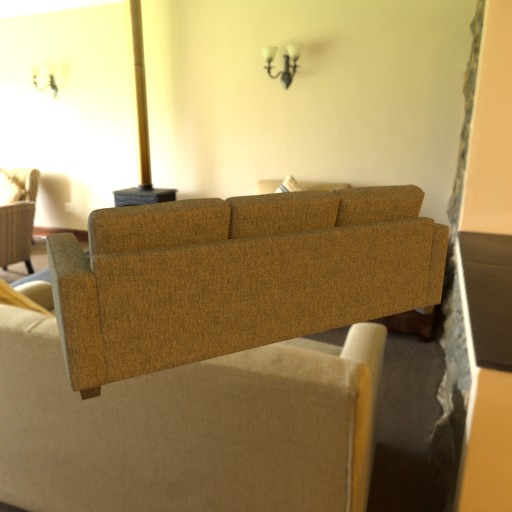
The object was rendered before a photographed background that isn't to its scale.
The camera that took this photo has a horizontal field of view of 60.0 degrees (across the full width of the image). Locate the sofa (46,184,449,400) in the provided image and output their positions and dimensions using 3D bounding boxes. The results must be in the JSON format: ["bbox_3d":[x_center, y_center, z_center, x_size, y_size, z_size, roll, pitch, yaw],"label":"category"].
[{"bbox_3d":[0.000,0.000,2.576,2.160,0.800,0.900,-8,17,-26],"label":"sofa"}]
